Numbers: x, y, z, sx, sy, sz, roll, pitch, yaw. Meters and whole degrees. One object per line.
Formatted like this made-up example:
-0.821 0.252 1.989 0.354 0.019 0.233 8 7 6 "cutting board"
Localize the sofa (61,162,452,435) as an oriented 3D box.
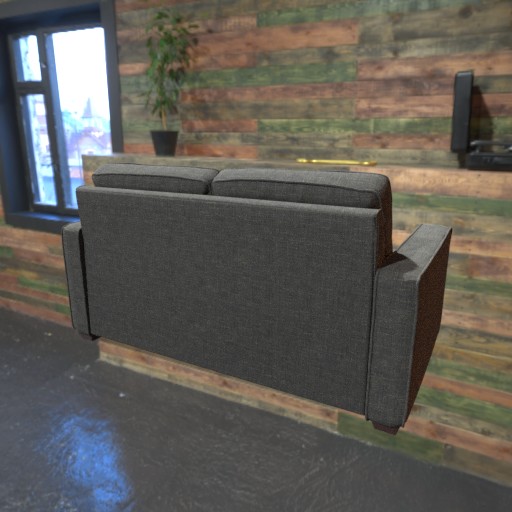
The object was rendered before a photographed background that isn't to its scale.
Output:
0.000 0.000 2.203 1.709 0.918 0.947 8 18 28 "sofa"
